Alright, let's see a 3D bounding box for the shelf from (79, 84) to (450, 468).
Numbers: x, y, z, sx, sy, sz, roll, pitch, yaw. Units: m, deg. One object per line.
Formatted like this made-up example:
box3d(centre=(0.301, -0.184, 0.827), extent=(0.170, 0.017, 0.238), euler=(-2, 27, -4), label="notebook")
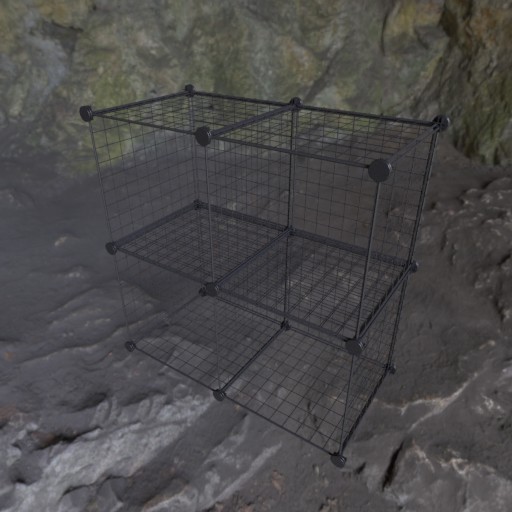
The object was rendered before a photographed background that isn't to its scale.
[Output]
box3d(centre=(0.000, 0.000, 1.115), extent=(0.711, 0.711, 0.356), euler=(19, 35, 29), label="shelf")
